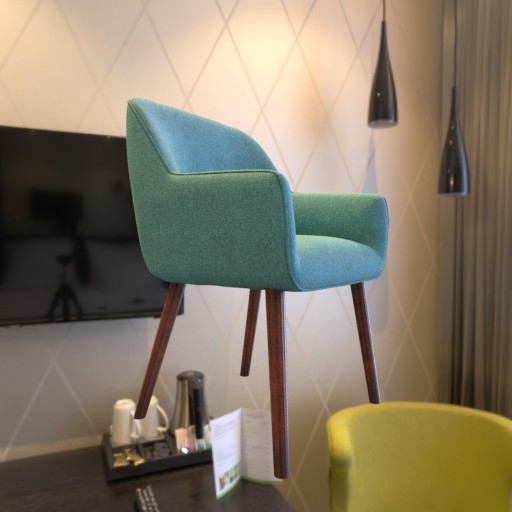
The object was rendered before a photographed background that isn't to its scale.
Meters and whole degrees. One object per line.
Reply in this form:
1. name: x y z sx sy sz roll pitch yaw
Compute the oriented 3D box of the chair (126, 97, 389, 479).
1. chair: 0.000 0.000 1.146 0.519 0.803 0.543 1 2 36
